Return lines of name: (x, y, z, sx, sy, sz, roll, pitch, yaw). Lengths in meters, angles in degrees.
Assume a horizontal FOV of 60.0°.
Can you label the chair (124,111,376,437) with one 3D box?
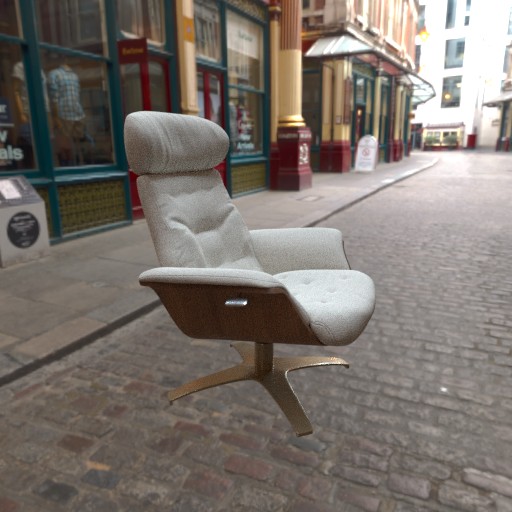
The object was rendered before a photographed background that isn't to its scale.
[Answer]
chair: (0.000, 0.000, 1.586, 0.837, 0.995, 0.785, 6, 16, 24)
